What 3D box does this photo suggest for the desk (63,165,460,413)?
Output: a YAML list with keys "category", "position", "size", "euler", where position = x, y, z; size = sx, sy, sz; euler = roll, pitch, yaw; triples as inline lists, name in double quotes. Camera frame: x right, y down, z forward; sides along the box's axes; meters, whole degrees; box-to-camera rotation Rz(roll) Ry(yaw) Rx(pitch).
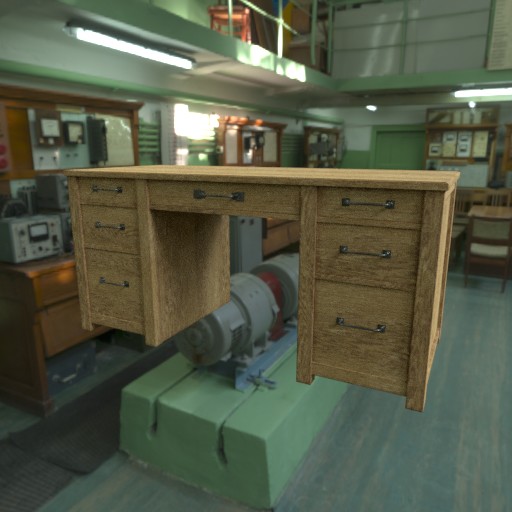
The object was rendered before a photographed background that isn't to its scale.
- category: "desk"
  position: [0.000, 0.000, 1.985]
  size: [1.567, 0.751, 0.685]
  euler: [7, 15, 26]
